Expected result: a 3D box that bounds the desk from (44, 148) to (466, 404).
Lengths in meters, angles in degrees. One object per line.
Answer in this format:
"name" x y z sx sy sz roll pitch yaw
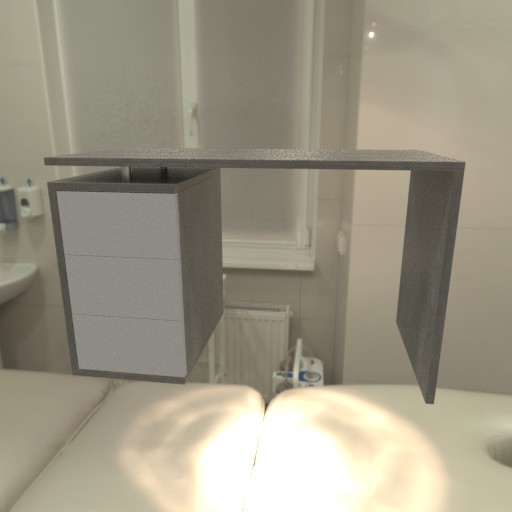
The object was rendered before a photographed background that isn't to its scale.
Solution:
"desk" 0.000 0.000 1.635 1.200 0.740 0.600 2 17 8
